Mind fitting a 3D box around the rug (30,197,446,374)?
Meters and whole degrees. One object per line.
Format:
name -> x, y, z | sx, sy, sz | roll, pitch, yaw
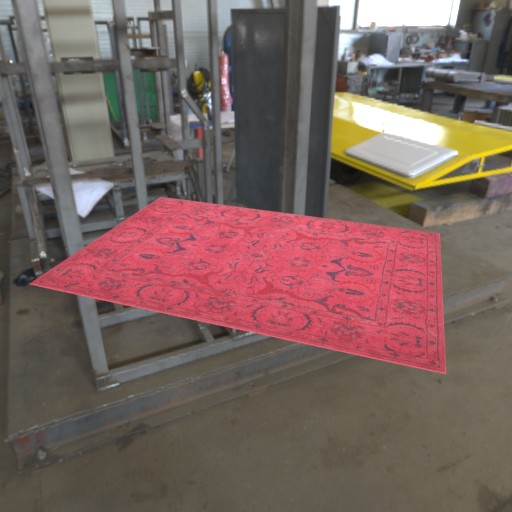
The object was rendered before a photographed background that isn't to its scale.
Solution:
rug -> 0.000, 0.000, 2.304 | 1.814, 0.008, 1.209 | 9, 29, 17
